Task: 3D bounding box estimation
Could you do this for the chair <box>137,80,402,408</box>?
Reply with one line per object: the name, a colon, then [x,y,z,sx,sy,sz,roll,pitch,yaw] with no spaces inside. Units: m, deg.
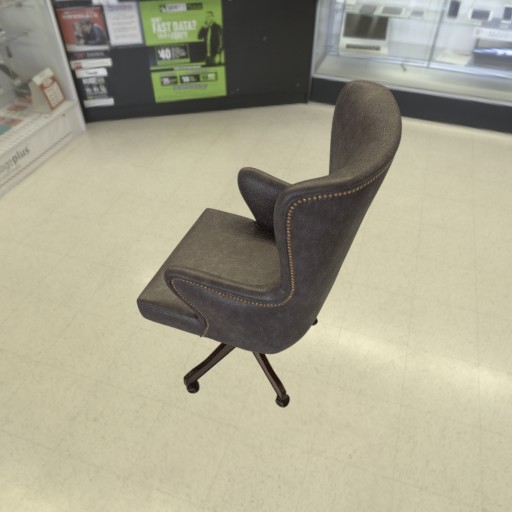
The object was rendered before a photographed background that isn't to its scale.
chair: [0.000,0.000,1.463,0.717,1.037,0.594,15,46,15]
